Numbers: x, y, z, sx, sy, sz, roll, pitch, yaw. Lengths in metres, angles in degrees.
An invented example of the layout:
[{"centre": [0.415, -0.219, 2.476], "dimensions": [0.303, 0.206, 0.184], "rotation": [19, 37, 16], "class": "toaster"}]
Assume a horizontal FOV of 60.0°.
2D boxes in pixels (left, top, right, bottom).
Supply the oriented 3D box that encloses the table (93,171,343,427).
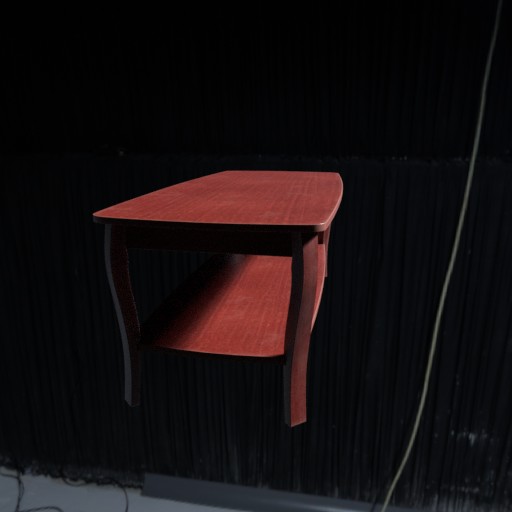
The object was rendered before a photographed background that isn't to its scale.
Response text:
[{"centre": [0.000, 0.000, 1.524], "dimensions": [0.561, 0.473, 1.216], "rotation": [3, 16, 11], "class": "table"}]
